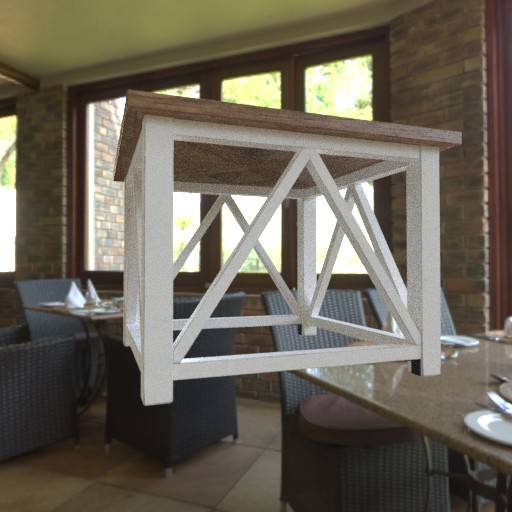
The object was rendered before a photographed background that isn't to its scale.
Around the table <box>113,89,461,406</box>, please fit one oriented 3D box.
[{"bbox_3d":[0.000,0.000,1.171,0.700,0.532,0.700,0,-1,-20],"label":"table"}]
